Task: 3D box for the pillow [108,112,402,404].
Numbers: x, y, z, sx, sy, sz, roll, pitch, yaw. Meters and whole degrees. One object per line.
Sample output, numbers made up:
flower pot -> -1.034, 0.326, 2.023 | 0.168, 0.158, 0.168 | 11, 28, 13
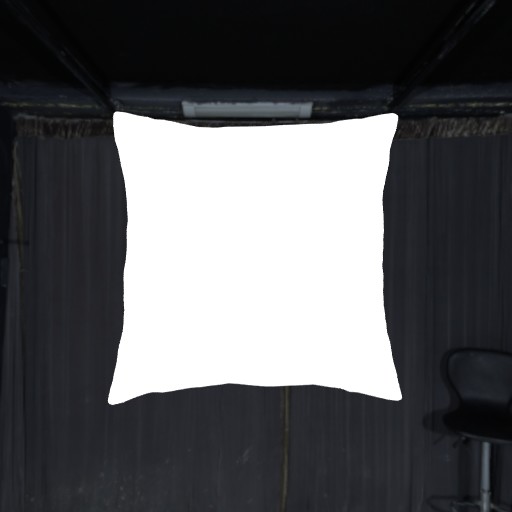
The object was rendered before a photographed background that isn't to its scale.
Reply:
pillow -> 0.000, 0.000, 0.664 | 0.433, 0.436, 0.173 | 0, -1, -1
